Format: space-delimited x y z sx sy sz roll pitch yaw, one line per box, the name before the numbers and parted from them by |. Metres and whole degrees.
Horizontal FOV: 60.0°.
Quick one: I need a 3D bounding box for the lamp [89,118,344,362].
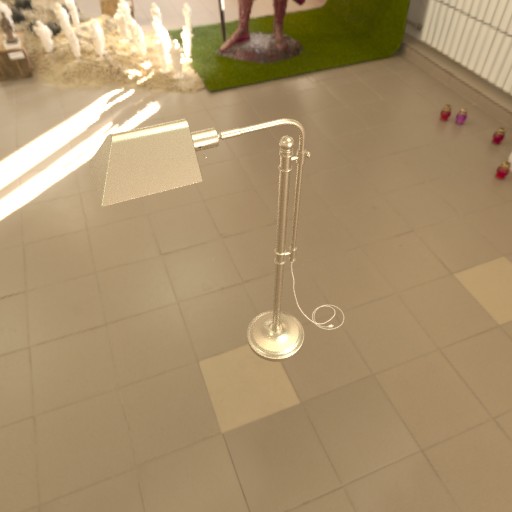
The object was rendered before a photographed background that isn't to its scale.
lamp | 0.000 0.000 0.966 0.546 0.708 0.159 -17 49 -15
